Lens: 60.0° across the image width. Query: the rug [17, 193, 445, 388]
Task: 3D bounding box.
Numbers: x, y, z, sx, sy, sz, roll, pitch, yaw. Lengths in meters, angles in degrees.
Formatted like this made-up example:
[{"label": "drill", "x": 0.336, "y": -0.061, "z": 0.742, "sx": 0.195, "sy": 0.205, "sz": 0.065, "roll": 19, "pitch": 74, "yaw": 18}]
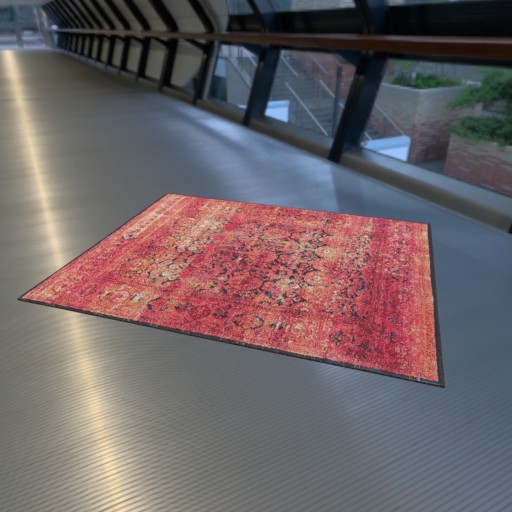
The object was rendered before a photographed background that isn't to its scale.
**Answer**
[{"label": "rug", "x": 0.000, "y": 0.000, "z": 3.960, "sx": 3.032, "sy": 0.020, "sz": 2.411, "roll": 8, "pitch": 29, "yaw": 15}]
